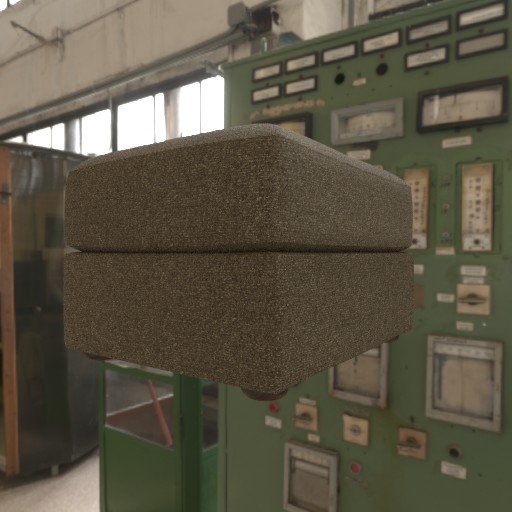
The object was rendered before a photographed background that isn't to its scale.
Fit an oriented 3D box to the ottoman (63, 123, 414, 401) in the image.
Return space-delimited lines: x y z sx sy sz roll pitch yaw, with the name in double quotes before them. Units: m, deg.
"ottoman" 0.000 0.000 1.121 0.598 0.476 0.742 0 1 36
